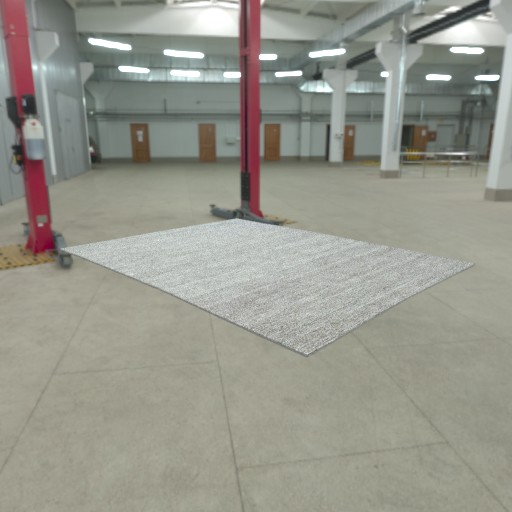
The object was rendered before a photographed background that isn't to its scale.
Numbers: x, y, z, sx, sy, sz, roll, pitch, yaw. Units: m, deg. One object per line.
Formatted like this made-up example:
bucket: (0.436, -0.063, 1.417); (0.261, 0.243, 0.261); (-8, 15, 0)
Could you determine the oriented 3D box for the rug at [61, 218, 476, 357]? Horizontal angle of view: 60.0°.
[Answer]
rug: (0.000, 0.000, 4.238); (2.434, 0.045, 3.202); (-15, 21, -43)
